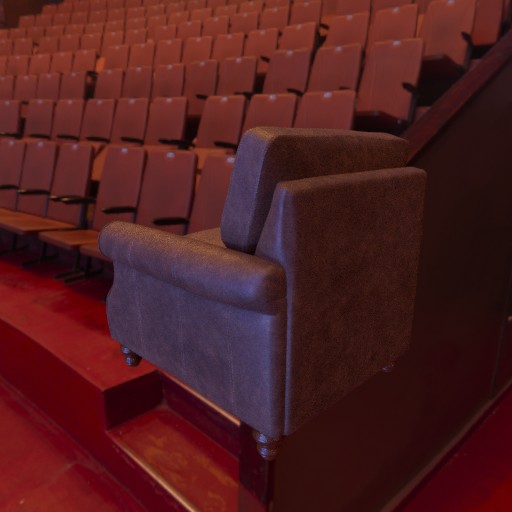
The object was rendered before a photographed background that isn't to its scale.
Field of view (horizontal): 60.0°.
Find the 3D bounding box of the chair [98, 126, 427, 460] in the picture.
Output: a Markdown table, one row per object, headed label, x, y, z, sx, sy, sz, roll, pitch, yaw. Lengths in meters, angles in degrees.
| label | x | y | z | sx | sy | sz | roll | pitch | yaw |
| --- | --- | --- | --- | --- | --- | --- | --- | --- | --- |
| chair | 0.000 | 0.000 | 1.759 | 1.002 | 0.976 | 0.996 | 15 | 21 | 43 |
